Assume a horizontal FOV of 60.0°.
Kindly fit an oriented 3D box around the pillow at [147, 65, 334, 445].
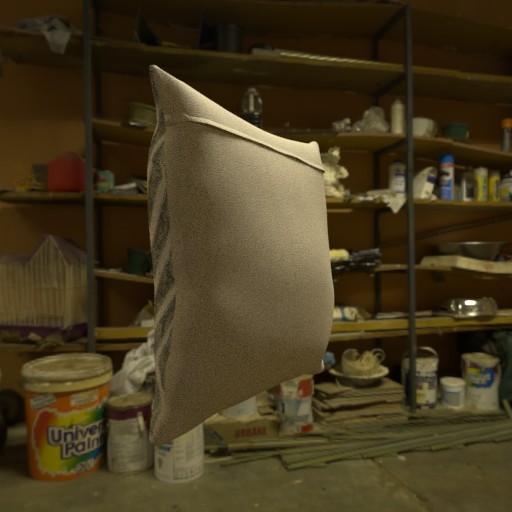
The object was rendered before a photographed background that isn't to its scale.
[{"bbox_3d":[0.000,0.000,0.678,0.182,0.441,0.440,0,-1,33],"label":"pillow"}]
